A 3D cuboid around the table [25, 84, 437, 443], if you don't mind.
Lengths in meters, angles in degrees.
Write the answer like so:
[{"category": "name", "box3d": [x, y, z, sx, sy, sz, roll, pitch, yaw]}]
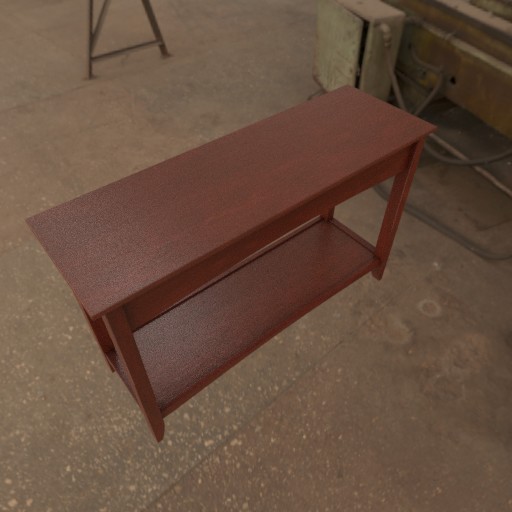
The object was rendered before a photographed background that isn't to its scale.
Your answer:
[{"category": "table", "box3d": [0.000, 0.000, 1.538, 1.188, 0.739, 0.392, -30, 53, -26]}]
